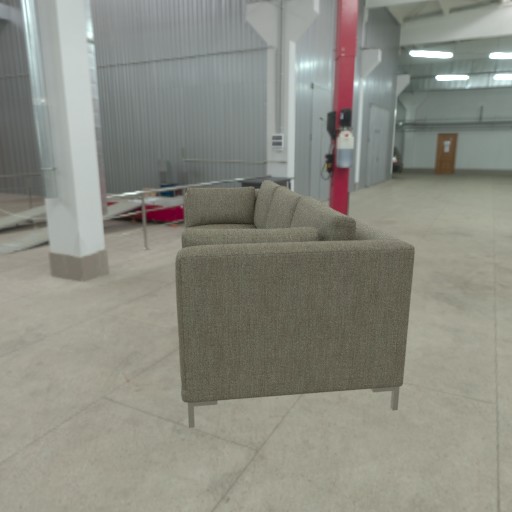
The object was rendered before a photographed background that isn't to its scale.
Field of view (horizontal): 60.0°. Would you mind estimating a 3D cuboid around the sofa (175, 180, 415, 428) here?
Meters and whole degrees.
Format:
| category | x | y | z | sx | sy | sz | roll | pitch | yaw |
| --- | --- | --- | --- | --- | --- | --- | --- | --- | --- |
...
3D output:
| category | x | y | z | sx | sy | sz | roll | pitch | yaw |
| --- | --- | --- | --- | --- | --- | --- | --- | --- | --- |
| sofa | 0.000 | 0.000 | 2.958 | 0.969 | 0.867 | 2.415 | -2 | 14 | -8 |
